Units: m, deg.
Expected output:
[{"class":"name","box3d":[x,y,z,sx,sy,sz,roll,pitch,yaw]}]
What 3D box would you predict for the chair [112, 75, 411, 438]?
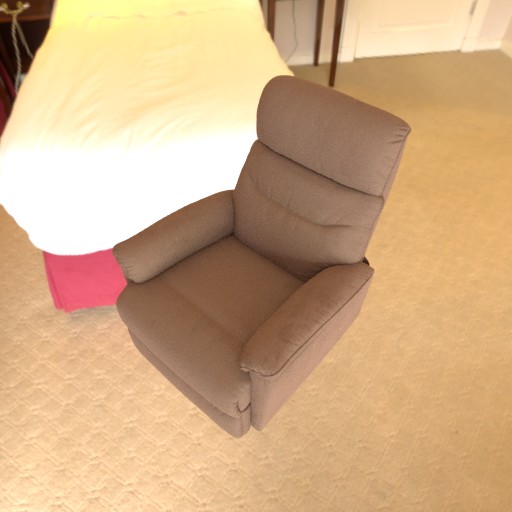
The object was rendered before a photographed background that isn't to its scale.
[{"class":"chair","box3d":[0.000,0.000,1.751,0.820,1.037,1.004,33,55,27]}]
